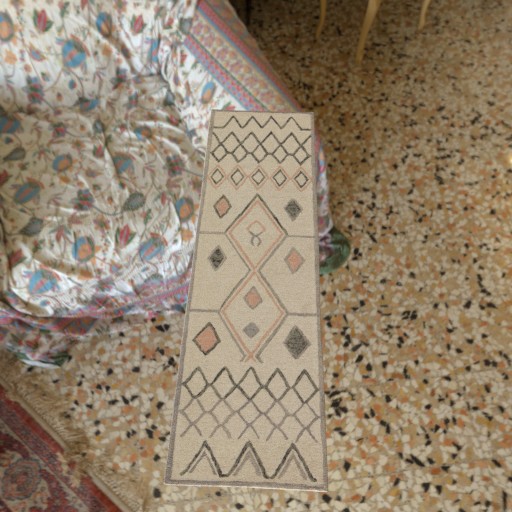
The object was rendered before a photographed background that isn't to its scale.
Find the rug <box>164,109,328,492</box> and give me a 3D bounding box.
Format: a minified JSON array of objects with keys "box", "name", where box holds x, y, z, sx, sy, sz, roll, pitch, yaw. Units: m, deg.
[{"box":[0.000,0.000,2.619,0.750,0.011,2.435,2,60,1],"name":"rug"}]
